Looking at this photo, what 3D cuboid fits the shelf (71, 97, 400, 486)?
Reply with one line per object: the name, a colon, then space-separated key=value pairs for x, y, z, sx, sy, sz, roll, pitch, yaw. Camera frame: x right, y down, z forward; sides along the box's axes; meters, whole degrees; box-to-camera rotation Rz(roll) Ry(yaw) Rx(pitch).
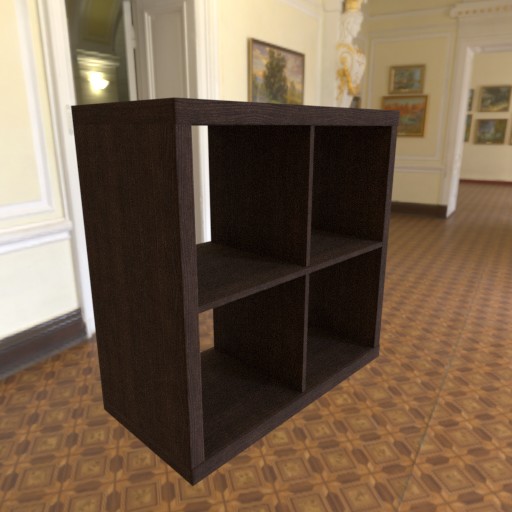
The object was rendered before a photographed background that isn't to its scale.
shelf: x=0.000 y=0.000 z=1.244 sx=0.390 sy=0.786 sz=0.790 roll=15 pitch=22 yaw=42
